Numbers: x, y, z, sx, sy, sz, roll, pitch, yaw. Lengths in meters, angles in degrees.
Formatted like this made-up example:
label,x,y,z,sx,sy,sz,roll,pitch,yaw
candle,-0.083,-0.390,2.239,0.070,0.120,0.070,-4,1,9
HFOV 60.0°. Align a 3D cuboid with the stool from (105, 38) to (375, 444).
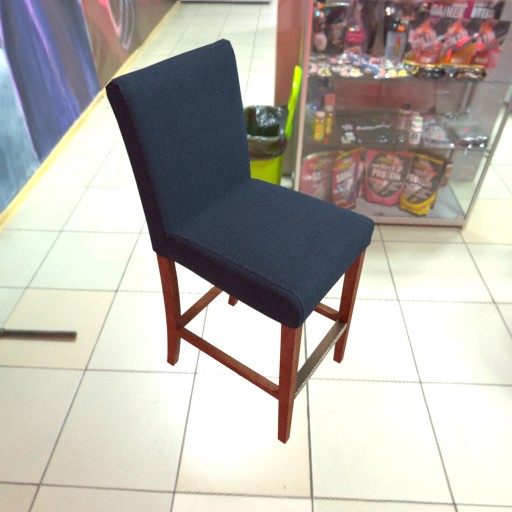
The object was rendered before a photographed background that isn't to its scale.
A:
label,x,y,z,sx,sy,sz,roll,pitch,yaw
stool,0.000,0.000,1.370,0.574,1.088,0.454,25,47,26
